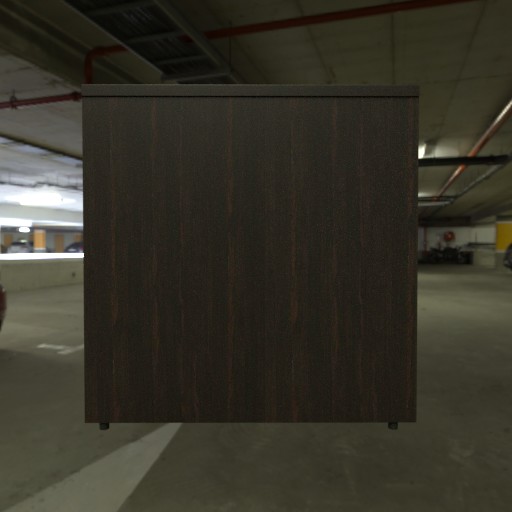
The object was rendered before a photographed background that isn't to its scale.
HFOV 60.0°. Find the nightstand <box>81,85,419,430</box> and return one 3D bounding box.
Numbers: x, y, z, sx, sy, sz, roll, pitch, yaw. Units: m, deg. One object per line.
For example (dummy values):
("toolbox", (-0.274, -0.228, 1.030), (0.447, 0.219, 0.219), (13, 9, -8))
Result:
("nightstand", (0.000, 0.000, 0.789), (0.461, 0.460, 0.400), (0, 1, 0))
